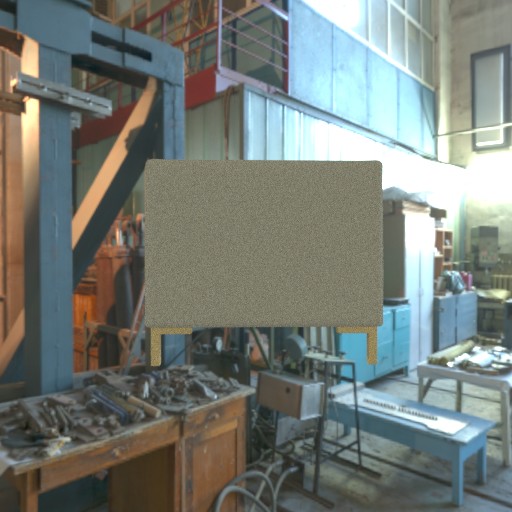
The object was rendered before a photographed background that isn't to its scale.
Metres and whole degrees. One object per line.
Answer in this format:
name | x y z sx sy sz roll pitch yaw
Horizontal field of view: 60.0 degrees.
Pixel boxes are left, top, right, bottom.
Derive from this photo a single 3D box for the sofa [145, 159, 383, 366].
sofa | 0.000 0.000 2.318 0.746 0.641 1.985 0 1 -2
